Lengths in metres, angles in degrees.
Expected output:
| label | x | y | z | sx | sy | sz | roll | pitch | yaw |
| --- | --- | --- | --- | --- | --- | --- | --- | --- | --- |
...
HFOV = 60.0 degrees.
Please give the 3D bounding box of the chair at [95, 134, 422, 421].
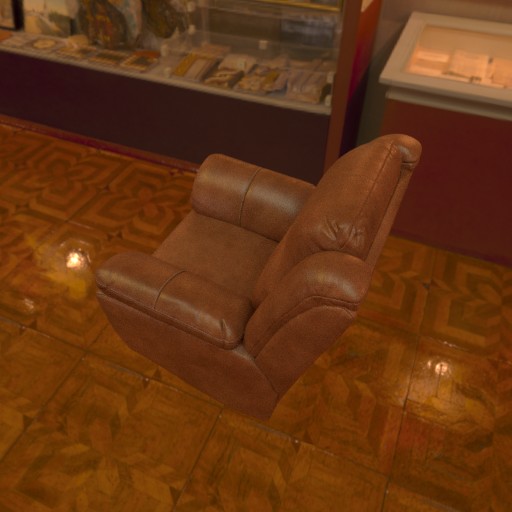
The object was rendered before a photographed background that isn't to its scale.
| label | x | y | z | sx | sy | sz | roll | pitch | yaw |
| --- | --- | --- | --- | --- | --- | --- | --- | --- | --- |
| chair | 0.000 | 0.000 | 1.925 | 1.041 | 1.093 | 0.990 | 19 | 48 | 17 |
